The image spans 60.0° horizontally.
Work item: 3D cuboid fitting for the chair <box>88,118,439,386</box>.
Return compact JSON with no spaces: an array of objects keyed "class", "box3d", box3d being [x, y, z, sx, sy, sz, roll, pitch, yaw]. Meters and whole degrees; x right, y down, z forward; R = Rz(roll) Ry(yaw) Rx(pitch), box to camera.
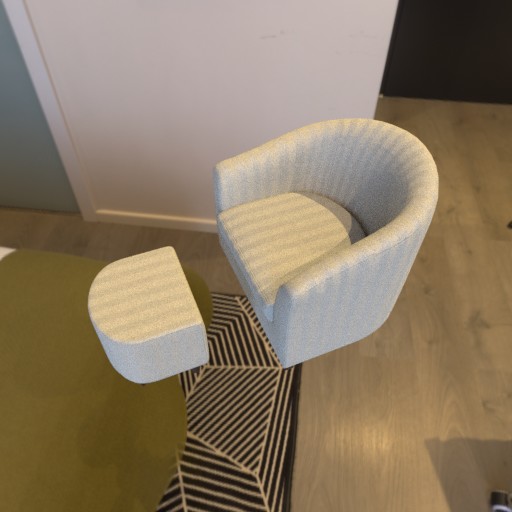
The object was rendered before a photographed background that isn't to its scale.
[{"class":"chair","box3d":[0.000,0.000,1.722,1.288,0.757,0.756,-17,49,-15]}]
